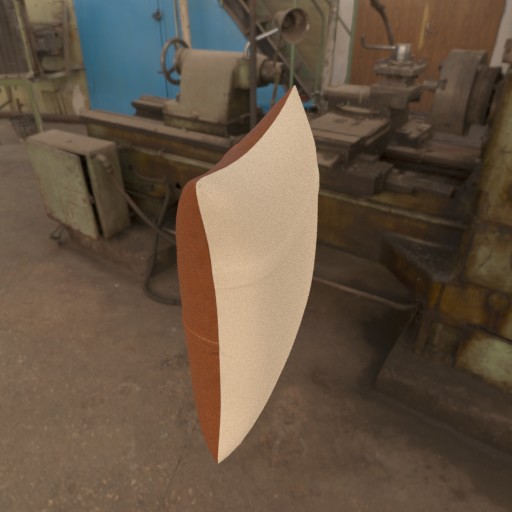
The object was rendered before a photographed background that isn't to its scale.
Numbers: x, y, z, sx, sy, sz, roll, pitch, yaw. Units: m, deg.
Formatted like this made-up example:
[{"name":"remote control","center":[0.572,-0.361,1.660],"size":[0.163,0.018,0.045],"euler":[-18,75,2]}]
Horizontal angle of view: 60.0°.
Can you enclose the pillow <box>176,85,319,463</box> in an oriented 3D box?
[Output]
[{"name":"pillow","center":[0.000,0.000,0.773],"size":[0.192,0.477,0.501],"euler":[9,33,13]}]
